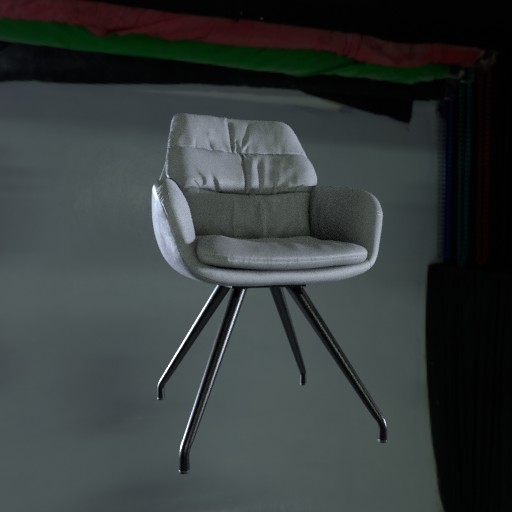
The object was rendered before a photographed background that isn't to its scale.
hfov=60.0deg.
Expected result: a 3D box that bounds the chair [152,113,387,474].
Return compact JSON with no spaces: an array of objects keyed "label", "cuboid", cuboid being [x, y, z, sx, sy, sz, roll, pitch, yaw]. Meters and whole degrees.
[{"label":"chair","cuboid":[0.000,0.000,1.231,0.579,0.888,0.569,0,1,-18]}]
